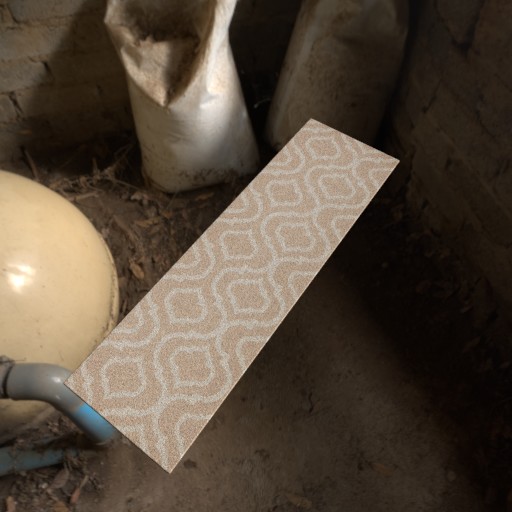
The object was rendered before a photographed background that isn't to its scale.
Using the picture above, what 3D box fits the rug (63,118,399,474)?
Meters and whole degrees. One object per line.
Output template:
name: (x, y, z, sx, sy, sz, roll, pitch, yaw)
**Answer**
rug: (0.000, 0.000, 2.549, 0.691, 0.013, 2.289, 32, 64, 17)
